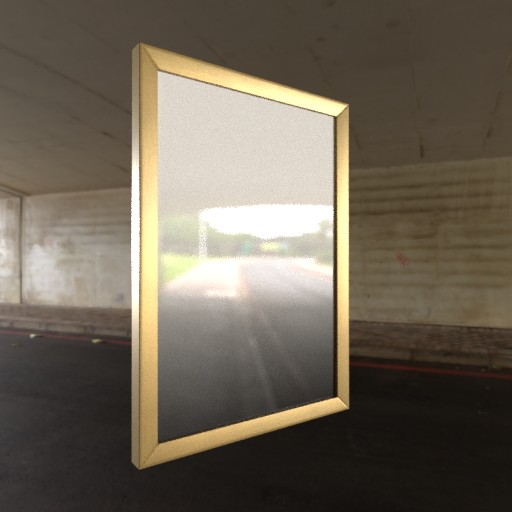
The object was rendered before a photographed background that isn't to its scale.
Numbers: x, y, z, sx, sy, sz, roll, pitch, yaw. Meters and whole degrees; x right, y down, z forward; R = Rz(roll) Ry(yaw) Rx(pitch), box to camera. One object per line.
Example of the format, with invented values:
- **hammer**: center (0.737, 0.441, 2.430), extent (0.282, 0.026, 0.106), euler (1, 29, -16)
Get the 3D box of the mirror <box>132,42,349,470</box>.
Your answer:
- **mirror**: center (0.000, 0.000, 0.900), extent (0.507, 0.710, 0.040), euler (0, 0, -36)
